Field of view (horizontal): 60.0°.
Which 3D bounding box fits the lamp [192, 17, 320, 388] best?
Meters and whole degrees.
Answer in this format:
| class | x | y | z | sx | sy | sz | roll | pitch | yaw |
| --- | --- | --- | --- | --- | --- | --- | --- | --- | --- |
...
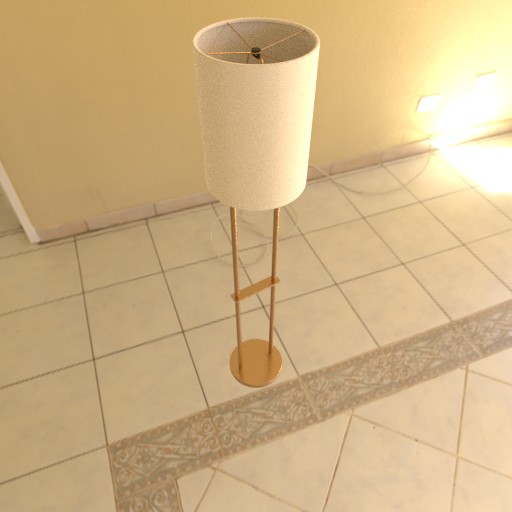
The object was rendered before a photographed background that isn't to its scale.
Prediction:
| class | x | y | z | sx | sy | sz | roll | pitch | yaw |
| --- | --- | --- | --- | --- | --- | --- | --- | --- | --- |
| lamp | 0.000 | 0.000 | 1.603 | 0.306 | 1.500 | 0.305 | -23 | 50 | -21 |
